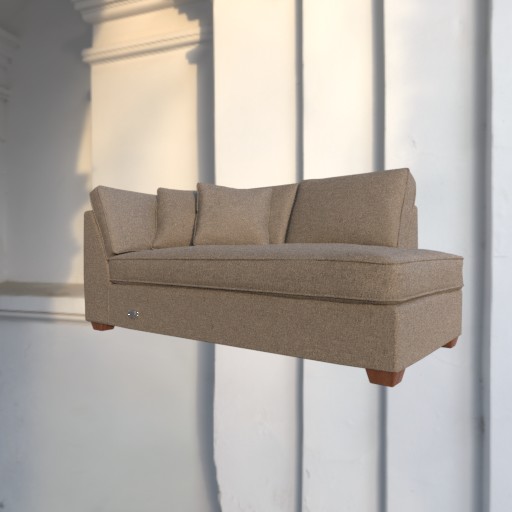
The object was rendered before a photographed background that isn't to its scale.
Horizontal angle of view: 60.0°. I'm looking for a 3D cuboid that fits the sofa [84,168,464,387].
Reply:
[{"bbox_3d":[0.000,0.000,2.802,2.237,1.033,1.110,0,1,37],"label":"sofa"}]
